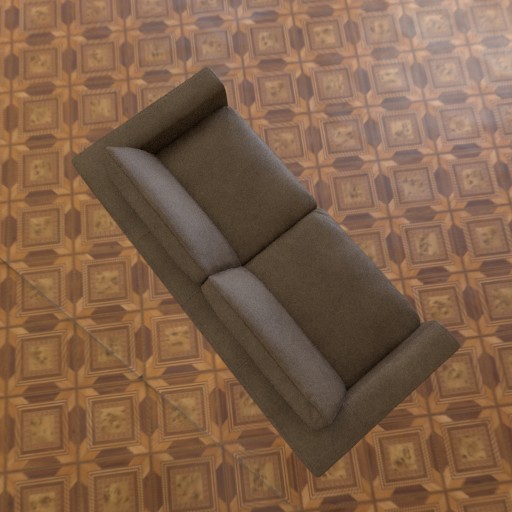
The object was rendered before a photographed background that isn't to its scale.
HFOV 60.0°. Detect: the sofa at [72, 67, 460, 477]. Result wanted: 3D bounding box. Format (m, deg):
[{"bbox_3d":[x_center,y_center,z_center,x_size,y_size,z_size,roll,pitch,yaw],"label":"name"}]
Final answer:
[{"bbox_3d":[0.000,0.000,2.669,1.070,0.801,2.262,-38,79,-9],"label":"sofa"}]
